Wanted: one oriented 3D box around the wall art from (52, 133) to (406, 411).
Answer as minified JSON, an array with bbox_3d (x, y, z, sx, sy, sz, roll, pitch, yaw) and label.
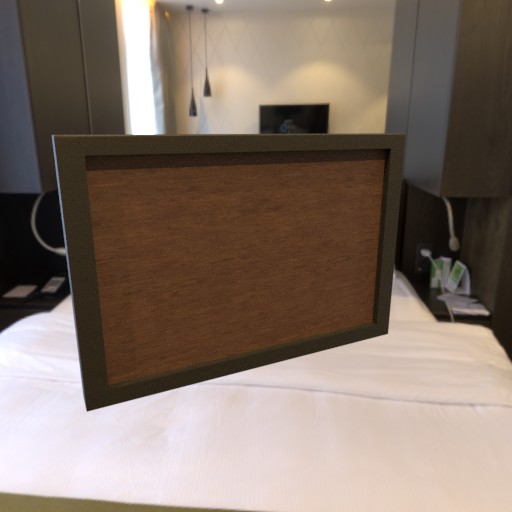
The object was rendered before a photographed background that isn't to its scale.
[{"bbox_3d":[0.000,0.000,0.860,0.671,0.456,0.051,-8,18,-25],"label":"wall art"}]
